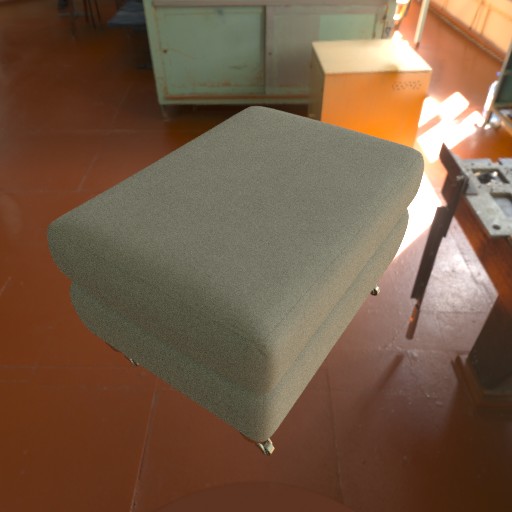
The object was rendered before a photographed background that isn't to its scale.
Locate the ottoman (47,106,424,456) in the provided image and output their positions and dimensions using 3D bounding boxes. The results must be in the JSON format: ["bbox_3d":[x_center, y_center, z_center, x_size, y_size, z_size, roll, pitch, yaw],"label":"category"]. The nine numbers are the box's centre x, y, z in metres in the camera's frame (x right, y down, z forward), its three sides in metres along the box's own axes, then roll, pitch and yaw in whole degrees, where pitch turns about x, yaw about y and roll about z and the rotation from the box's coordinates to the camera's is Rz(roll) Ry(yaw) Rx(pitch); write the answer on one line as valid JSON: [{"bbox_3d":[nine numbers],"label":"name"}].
[{"bbox_3d":[0.000,0.000,1.146,0.569,0.504,0.773,24,47,25],"label":"ottoman"}]
